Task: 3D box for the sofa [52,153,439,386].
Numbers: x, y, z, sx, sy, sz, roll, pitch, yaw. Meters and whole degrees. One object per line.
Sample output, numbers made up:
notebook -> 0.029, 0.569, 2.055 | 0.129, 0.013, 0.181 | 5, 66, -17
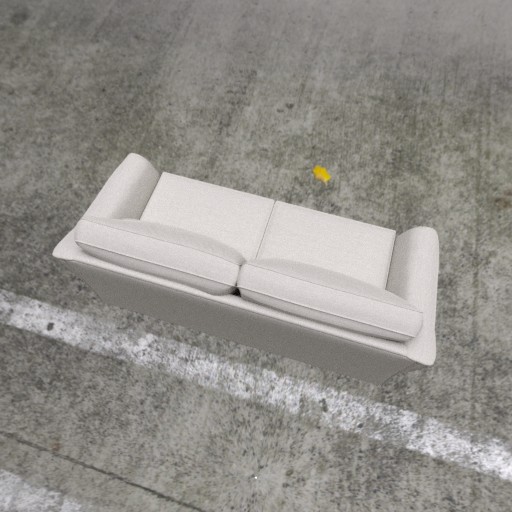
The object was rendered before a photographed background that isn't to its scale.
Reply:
sofa -> 0.000, 0.000, 2.924 | 2.270, 0.965, 0.980 | 15, 64, 7
